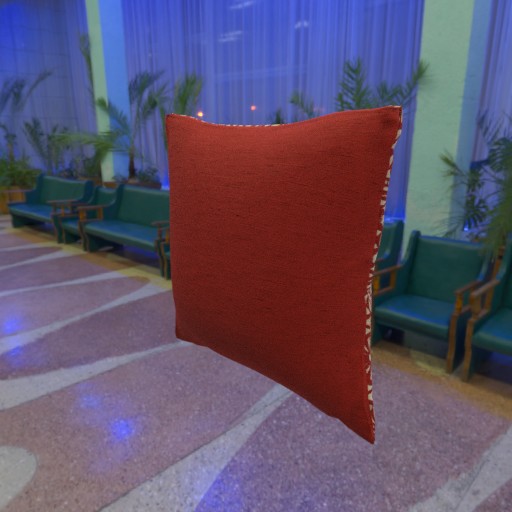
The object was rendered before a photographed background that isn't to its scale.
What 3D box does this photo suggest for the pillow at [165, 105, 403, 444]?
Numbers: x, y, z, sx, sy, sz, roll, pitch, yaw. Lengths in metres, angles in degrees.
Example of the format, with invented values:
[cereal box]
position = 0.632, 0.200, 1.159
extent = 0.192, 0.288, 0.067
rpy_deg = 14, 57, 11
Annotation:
[pillow]
position = 0.000, 0.000, 0.669
extent = 0.162, 0.419, 0.438
rpy_deg = -15, 22, -43
